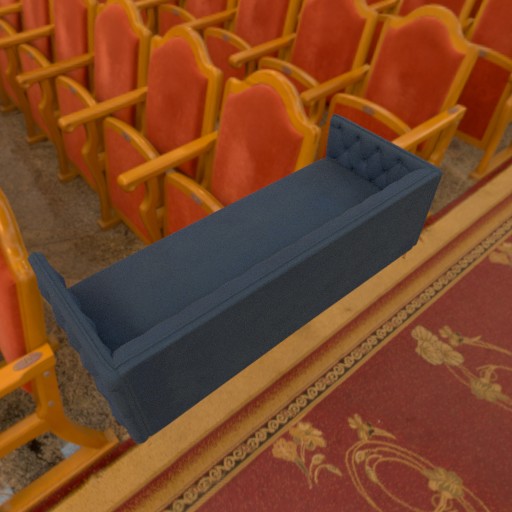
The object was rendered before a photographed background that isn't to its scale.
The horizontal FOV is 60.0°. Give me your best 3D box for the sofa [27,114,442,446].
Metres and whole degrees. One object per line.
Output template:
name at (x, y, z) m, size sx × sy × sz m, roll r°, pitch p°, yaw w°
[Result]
sofa at (0.000, 0.000, 2.635) m, size 2.209 × 0.771 × 0.895 m, roll -31°, pitch 53°, yaw -26°
